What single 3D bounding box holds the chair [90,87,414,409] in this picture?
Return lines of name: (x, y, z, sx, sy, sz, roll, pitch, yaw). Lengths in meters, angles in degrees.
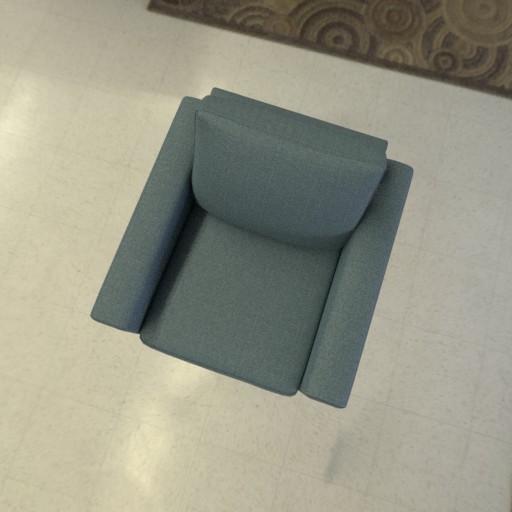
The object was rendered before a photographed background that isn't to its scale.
chair: (0.000, 0.000, 1.924, 1.024, 1.010, 1.038, 19, 78, 4)
